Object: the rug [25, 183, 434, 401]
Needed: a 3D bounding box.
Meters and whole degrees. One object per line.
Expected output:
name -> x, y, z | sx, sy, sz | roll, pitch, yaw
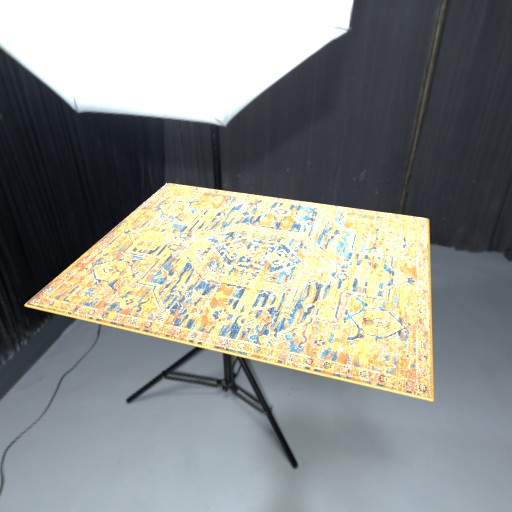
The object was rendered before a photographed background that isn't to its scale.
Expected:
rug -> 0.000, 0.000, 4.056 | 3.040, 0.031, 2.435 | 10, 34, 15
